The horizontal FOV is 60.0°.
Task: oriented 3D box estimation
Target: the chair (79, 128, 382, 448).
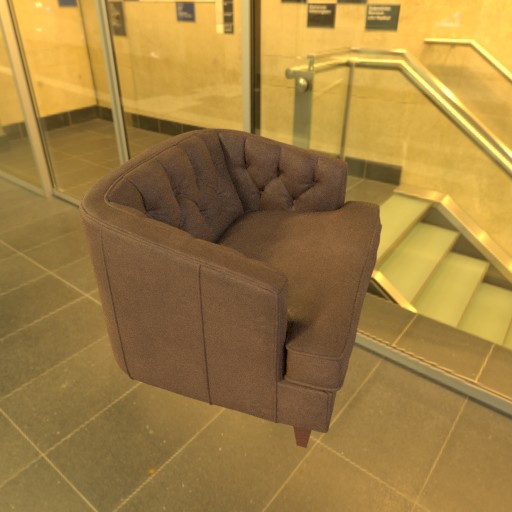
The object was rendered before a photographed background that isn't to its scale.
[{"bbox_3d":[0.000,0.000,1.761,0.914,0.787,1.118,10,32,16],"label":"chair"}]
